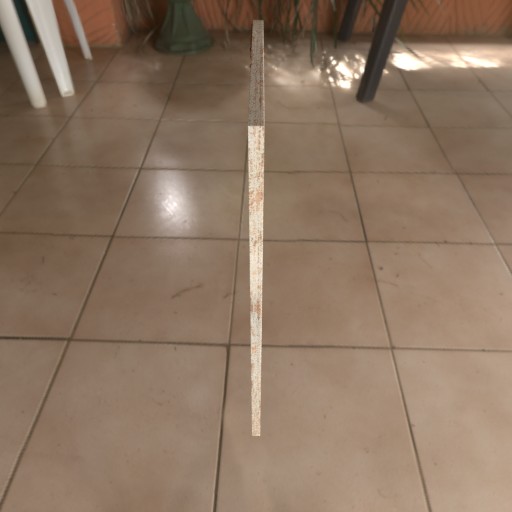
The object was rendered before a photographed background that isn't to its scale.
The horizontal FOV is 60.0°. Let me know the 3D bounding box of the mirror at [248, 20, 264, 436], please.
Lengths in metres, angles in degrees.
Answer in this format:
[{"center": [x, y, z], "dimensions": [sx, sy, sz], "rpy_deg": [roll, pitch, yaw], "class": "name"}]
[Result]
[{"center": [0.000, 0.000, 1.079], "dimensions": [0.027, 0.922, 0.472], "rpy_deg": [0, 43, 0], "class": "mirror"}]
